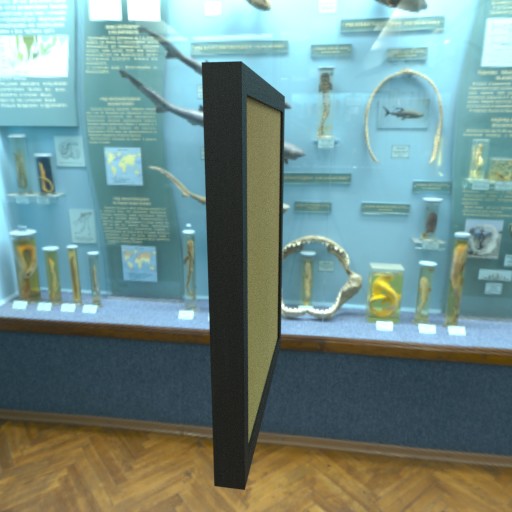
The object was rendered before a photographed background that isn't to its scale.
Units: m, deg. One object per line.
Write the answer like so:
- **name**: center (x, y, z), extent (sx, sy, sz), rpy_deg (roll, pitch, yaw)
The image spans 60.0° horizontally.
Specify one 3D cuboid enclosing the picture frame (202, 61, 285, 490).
- **picture frame**: center (0.000, 0.000, 0.766), extent (0.044, 0.555, 0.452), rpy_deg (3, 15, 9)
